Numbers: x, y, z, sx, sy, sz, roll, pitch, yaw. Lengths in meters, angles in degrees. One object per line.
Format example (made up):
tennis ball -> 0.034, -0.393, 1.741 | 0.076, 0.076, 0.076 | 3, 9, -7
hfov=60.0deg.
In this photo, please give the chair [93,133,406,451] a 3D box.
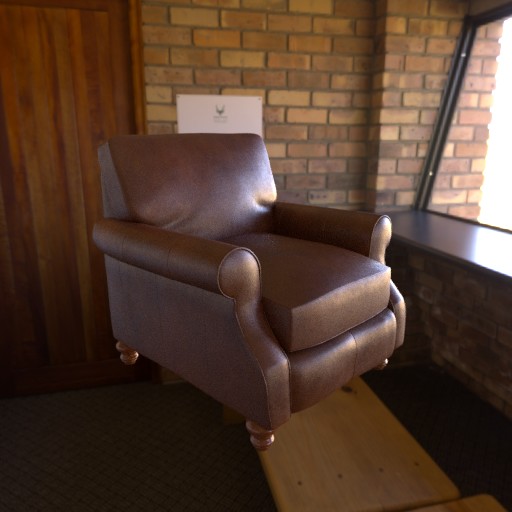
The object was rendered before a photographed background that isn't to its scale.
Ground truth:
chair -> 0.000, 0.000, 1.779 | 0.992, 0.972, 0.989 | 13, 19, 43
